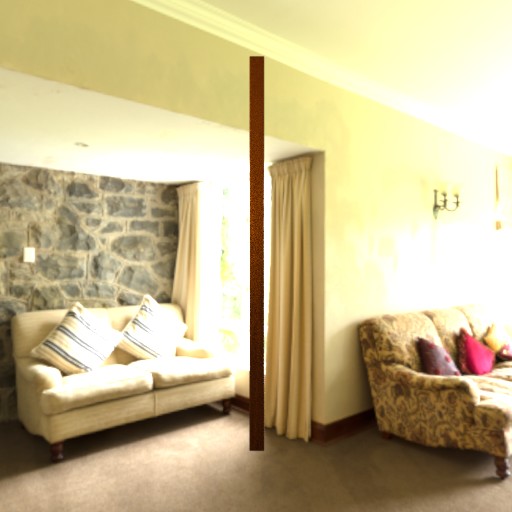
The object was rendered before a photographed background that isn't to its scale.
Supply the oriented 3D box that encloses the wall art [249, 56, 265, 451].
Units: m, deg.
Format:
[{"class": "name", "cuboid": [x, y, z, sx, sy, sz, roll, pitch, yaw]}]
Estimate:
[{"class": "wall art", "cuboid": [0.000, 0.000, 0.557, 0.012, 0.304, 0.431, 0, -1, 0]}]
